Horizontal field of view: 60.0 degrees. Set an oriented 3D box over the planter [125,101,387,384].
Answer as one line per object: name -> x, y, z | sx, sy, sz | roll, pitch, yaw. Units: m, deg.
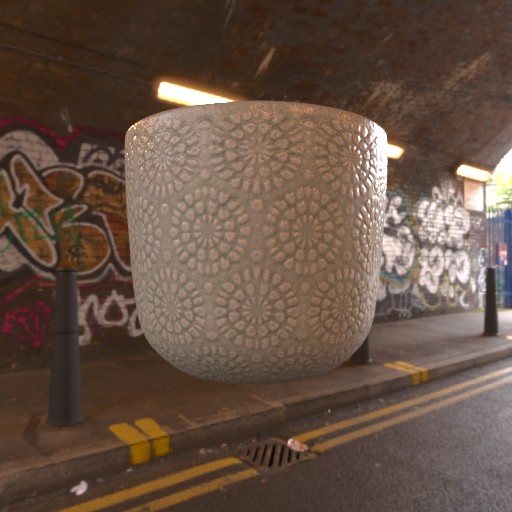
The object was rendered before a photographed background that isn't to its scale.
planter -> 0.000, 0.000, 0.217 | 0.124, 0.109, 0.124 | 0, -1, 0
